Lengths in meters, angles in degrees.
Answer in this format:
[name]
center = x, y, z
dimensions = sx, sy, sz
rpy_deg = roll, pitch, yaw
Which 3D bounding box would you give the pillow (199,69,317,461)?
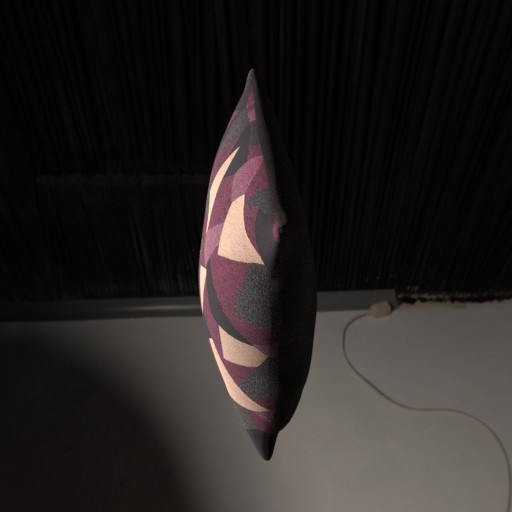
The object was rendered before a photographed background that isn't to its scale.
[pillow]
center = 0.000, 0.000, 0.784
dimensions = 0.208, 0.496, 0.503
rpy_deg = -2, 40, -3
